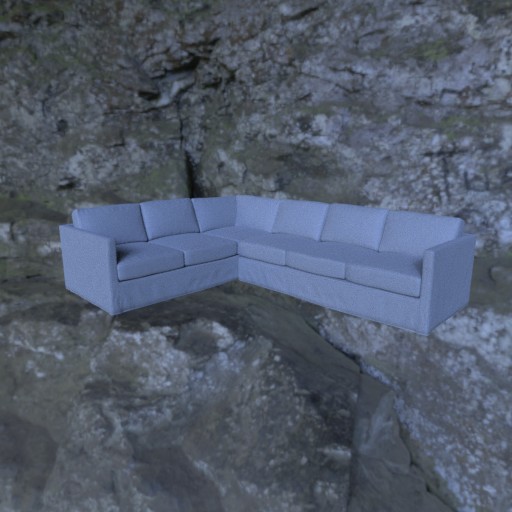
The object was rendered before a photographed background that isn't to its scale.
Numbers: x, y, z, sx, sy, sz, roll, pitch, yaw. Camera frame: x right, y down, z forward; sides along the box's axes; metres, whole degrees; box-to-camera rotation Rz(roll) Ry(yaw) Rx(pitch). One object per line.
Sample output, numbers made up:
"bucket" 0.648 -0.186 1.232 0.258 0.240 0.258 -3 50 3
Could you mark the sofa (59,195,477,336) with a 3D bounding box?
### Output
"sofa" 0.000 0.000 4.248 3.182 0.871 2.432 13 19 43
